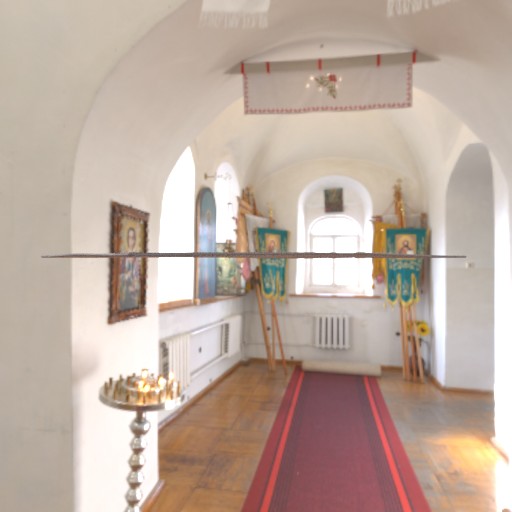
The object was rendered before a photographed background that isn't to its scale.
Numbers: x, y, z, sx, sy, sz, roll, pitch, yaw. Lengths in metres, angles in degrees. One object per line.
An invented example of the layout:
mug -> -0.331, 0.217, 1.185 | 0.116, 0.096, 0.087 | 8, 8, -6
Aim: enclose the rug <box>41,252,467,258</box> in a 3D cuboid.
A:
rug -> 0.000, 0.000, 2.912 | 2.307, 0.030, 1.604 | 0, -1, -36
